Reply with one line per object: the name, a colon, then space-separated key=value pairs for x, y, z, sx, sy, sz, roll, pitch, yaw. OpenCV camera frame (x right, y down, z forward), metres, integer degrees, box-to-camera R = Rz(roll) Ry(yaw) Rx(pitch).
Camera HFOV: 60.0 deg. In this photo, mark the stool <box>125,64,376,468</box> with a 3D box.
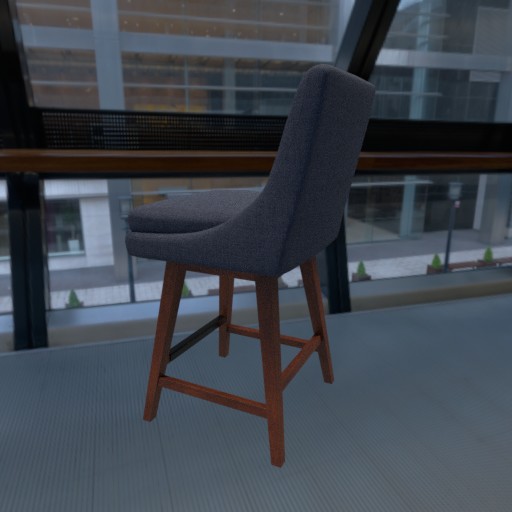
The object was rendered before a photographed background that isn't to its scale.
stool: x=0.000 y=0.000 z=1.203 sx=0.524 sy=0.895 sz=0.467 roll=7 pitch=17 yaw=25
